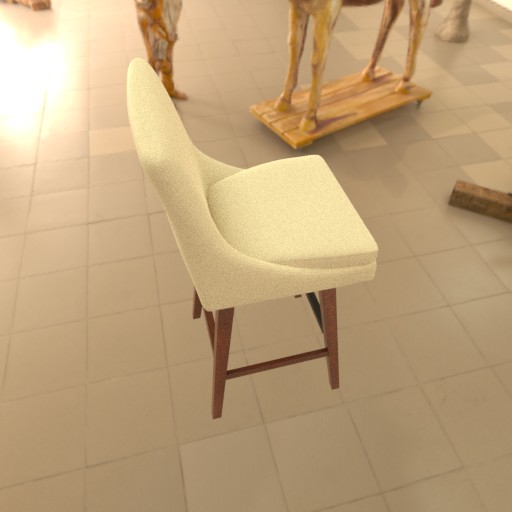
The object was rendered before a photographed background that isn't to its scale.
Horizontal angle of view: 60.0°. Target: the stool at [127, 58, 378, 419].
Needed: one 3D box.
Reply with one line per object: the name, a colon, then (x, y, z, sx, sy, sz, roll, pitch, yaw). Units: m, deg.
stool: (0.000, 0.000, 1.361, 0.559, 1.097, 0.470, -11, 48, -10)
